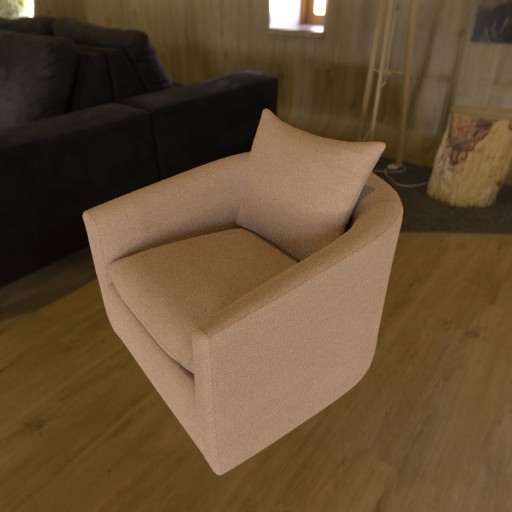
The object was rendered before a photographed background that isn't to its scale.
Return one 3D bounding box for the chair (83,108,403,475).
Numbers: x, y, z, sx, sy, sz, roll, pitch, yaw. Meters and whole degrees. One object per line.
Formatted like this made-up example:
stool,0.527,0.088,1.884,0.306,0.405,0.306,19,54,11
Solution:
chair,0.000,0.000,1.567,0.910,0.848,0.845,-21,37,-31
